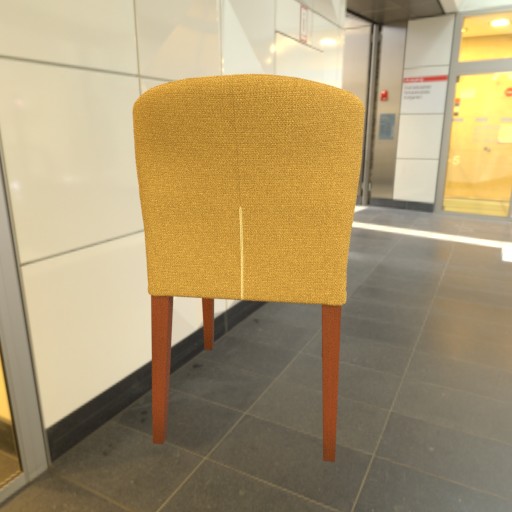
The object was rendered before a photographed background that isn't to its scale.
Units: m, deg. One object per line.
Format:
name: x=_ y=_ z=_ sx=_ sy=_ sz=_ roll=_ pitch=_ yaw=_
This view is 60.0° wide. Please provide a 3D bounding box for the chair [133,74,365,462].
chair: x=0.000 y=0.000 z=1.177 sx=0.491 sy=0.839 sz=0.589 roll=2 pitch=16 yaw=8
